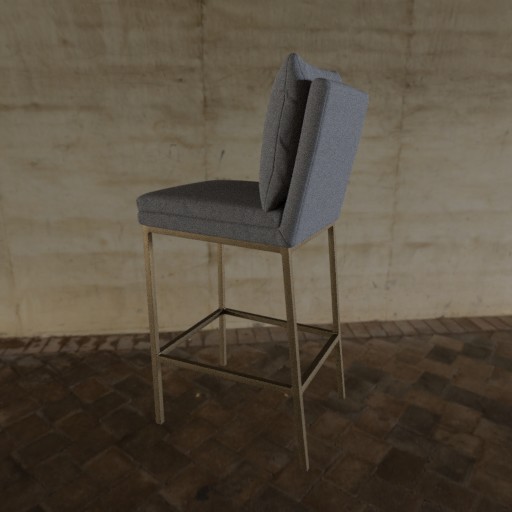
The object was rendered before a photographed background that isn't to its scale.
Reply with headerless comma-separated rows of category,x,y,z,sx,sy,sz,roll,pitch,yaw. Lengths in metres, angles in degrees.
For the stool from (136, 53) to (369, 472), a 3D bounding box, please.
stool,0.000,0.000,1.423,0.569,1.130,0.463,8,18,25
